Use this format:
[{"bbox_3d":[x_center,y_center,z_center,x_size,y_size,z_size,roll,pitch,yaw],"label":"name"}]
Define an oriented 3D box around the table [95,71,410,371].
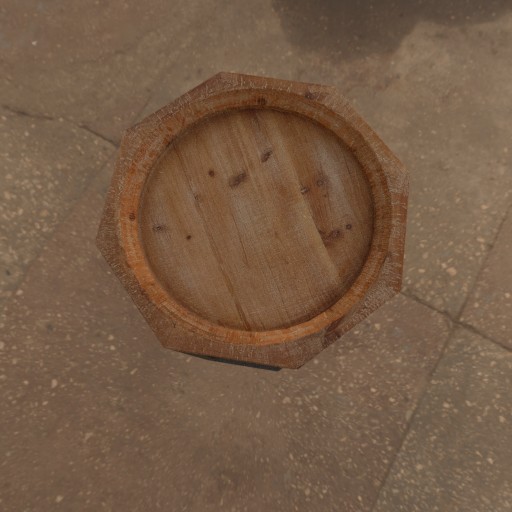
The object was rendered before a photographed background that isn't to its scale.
[{"bbox_3d":[0.000,0.000,0.888,0.458,0.543,0.458,31,77,8],"label":"table"}]
